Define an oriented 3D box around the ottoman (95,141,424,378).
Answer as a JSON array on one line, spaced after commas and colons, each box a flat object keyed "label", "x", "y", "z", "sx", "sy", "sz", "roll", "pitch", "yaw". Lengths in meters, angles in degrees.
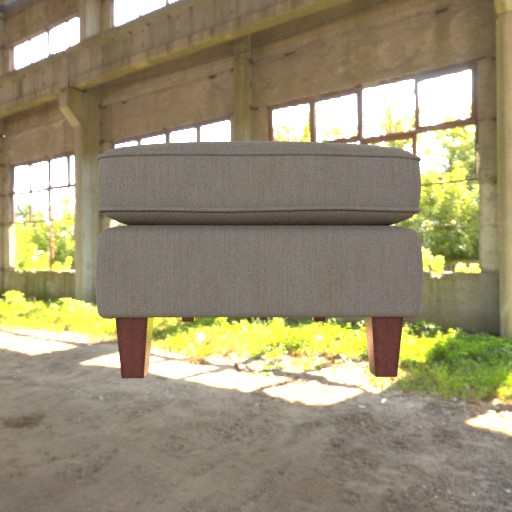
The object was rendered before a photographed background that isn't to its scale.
[{"label": "ottoman", "x": 0.000, "y": 0.000, "z": 1.276, "sx": 0.636, "sy": 0.480, "sz": 0.941, "roll": 0, "pitch": -1, "yaw": -1}]
